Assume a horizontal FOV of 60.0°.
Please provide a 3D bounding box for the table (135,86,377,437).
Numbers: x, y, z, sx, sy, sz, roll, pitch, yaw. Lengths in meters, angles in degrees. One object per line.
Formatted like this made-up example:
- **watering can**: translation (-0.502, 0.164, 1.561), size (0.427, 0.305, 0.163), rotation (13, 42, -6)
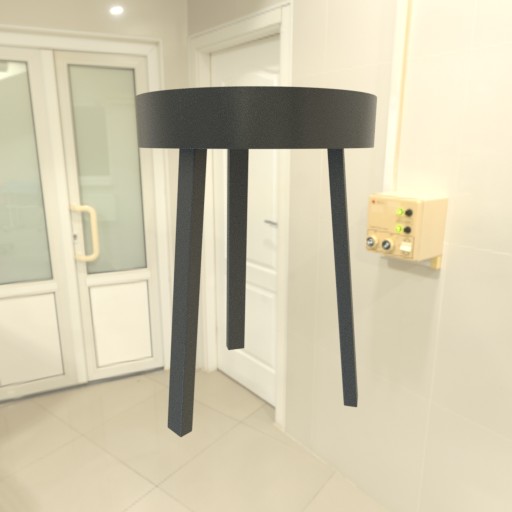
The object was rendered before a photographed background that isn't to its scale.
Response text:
- **table**: translation (0.000, 0.000, 0.839), size (0.406, 0.559, 0.406), rotation (0, 15, 0)
